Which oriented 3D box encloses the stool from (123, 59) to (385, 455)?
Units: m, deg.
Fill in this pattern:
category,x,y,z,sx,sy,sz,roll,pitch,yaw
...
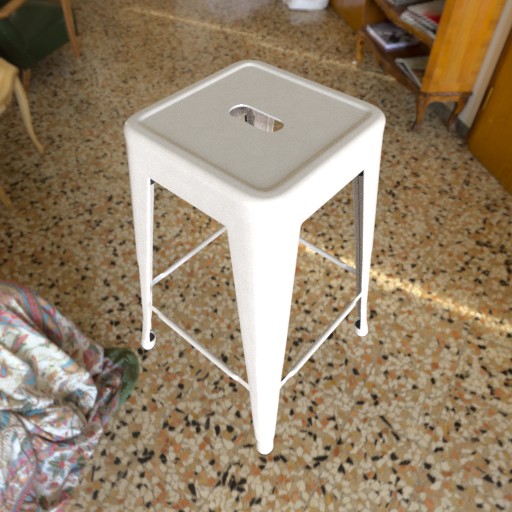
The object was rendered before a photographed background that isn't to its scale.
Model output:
category,x,y,z,sx,sy,sz,roll,pitch,yaw
stool,0.000,0.000,0.870,0.406,0.610,0.406,33,56,26
